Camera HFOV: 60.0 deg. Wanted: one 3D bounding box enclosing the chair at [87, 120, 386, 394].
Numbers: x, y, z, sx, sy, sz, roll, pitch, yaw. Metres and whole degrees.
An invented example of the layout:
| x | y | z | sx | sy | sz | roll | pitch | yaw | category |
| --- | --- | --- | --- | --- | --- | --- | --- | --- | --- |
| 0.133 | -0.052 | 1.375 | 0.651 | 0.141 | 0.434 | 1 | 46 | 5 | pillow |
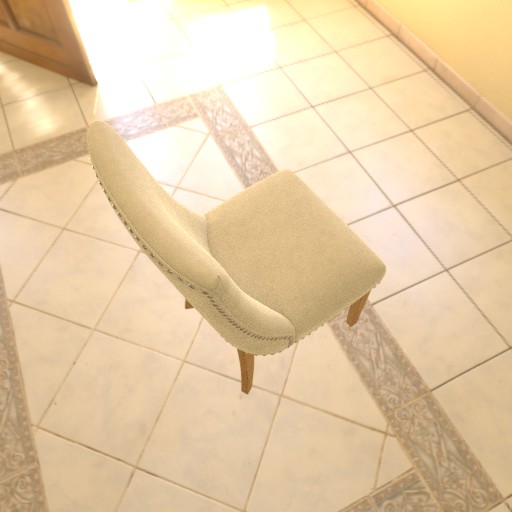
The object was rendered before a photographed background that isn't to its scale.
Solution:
| x | y | z | sx | sy | sz | roll | pitch | yaw | category |
| --- | --- | --- | --- | --- | --- | --- | --- | --- | --- |
| 0.000 | 0.000 | 1.255 | 0.610 | 0.902 | 0.495 | -31 | 63 | -18 | chair |
